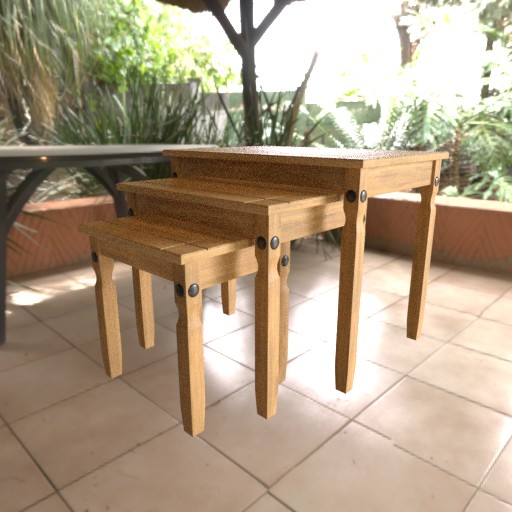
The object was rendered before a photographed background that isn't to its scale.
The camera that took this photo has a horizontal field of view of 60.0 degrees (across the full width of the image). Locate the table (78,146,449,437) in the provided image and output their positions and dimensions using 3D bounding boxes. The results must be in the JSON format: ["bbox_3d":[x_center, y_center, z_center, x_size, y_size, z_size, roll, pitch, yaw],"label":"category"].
[{"bbox_3d":[0.000,0.000,1.179,0.660,0.535,0.773,14,21,41],"label":"table"}]
